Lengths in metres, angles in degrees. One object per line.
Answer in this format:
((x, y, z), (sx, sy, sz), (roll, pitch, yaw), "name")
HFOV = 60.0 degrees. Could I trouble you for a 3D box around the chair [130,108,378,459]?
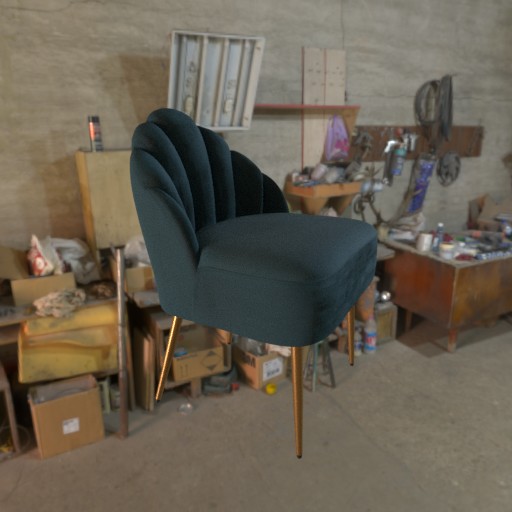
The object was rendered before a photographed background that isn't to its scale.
((0.000, 0.000, 1.266), (0.599, 0.819, 0.657), (7, 16, 25), "chair")
